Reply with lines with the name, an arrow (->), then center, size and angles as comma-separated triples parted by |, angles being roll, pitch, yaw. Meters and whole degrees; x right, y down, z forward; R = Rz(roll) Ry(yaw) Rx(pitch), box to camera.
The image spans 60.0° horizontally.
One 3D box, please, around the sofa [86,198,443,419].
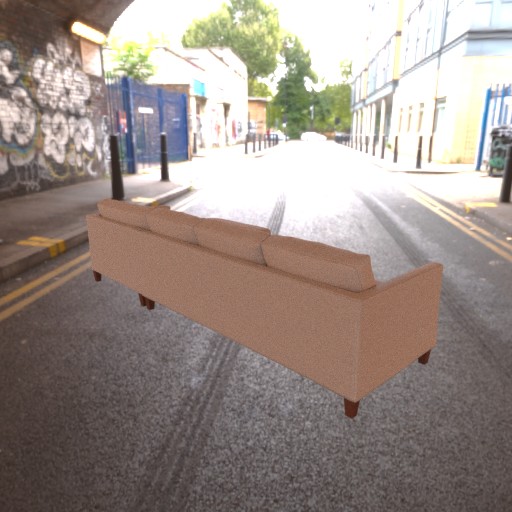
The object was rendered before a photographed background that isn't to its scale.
sofa -> 0.000, 0.000, 3.845 | 1.625, 0.861, 3.186 | -14, 21, -42
